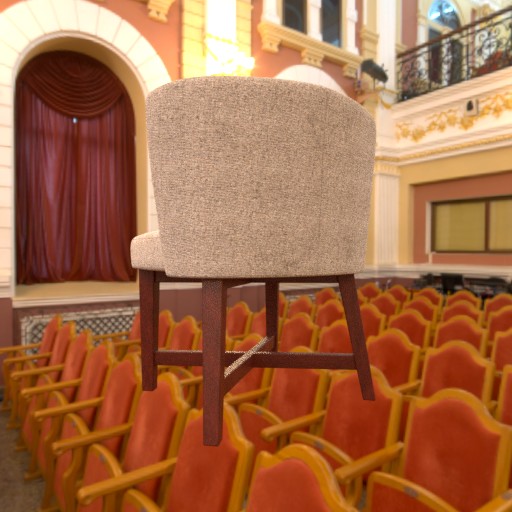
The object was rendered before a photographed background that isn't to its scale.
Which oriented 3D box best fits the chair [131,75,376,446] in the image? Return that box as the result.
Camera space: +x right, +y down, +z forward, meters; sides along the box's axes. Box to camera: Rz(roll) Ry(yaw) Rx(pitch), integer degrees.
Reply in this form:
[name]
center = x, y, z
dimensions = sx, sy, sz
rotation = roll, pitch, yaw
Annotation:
[chair]
center = 0.000, 0.000, 1.295
dimensions = 0.728, 0.827, 0.575
rotation = 0, 1, -35
